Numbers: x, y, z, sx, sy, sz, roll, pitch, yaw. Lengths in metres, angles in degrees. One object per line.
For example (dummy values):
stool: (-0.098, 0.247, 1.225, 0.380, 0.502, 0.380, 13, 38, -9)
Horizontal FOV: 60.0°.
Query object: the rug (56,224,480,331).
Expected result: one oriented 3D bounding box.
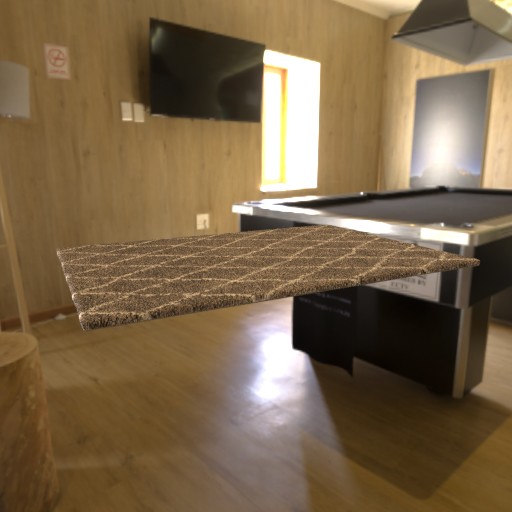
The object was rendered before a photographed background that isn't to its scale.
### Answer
rug: (0.000, 0.000, 2.234, 1.778, 0.030, 1.219, -7, 15, -26)
